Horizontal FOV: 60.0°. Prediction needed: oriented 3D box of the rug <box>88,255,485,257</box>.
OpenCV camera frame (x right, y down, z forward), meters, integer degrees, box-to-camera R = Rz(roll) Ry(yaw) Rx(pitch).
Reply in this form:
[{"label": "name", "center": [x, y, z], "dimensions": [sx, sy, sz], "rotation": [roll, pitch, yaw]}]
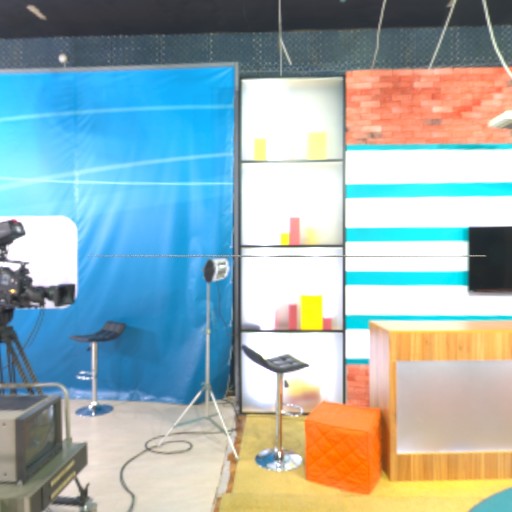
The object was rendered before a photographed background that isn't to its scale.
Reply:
[{"label": "rug", "center": [0.000, 0.000, 2.355], "dimensions": [1.219, 0.005, 1.828], "rotation": [0, 0, -37]}]
